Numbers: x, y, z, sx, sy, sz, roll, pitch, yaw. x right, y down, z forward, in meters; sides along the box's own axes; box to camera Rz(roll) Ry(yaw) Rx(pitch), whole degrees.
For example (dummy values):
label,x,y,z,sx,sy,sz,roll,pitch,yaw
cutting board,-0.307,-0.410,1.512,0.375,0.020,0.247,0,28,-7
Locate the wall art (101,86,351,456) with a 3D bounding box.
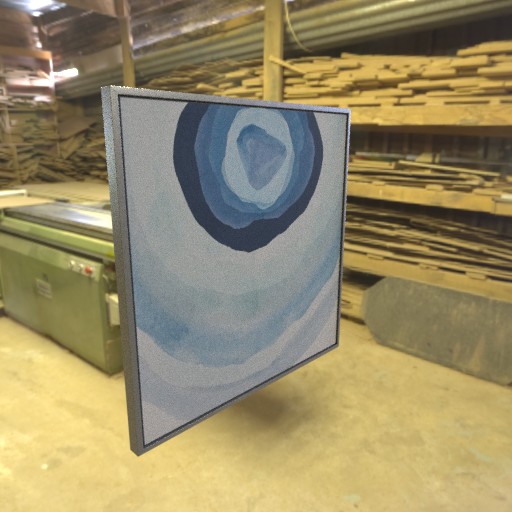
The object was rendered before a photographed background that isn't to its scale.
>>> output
label,x,y,z,sx,sy,sz,roll,pitch,yaw
wall art,0.000,0.000,1.216,0.038,0.807,0.809,14,20,43
